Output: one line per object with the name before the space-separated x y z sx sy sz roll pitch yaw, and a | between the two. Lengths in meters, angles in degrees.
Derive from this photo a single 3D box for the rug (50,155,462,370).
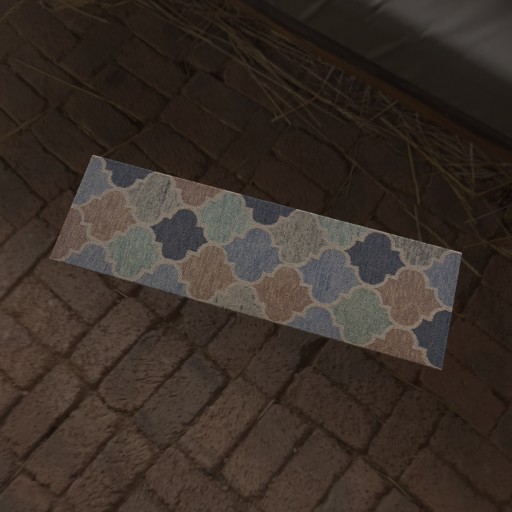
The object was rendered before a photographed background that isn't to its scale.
rug | 0.000 0.000 2.566 2.287 0.011 0.687 15 76 4
